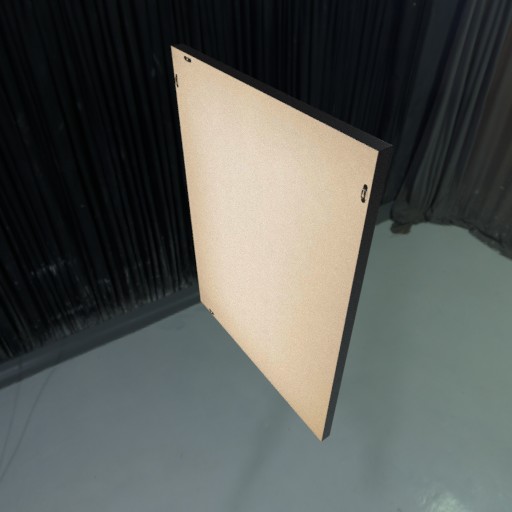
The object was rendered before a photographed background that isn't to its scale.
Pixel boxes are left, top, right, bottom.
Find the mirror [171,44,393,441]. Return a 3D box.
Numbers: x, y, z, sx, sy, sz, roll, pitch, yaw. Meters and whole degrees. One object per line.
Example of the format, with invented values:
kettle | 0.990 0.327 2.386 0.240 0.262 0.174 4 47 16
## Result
mirror | 0.000 0.000 1.328 0.041 1.016 0.762 -25 46 -26
